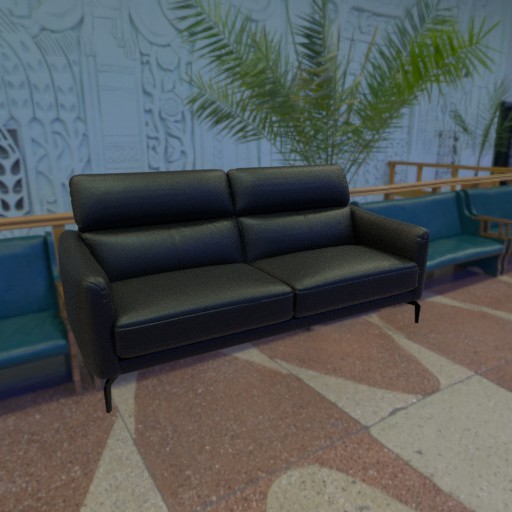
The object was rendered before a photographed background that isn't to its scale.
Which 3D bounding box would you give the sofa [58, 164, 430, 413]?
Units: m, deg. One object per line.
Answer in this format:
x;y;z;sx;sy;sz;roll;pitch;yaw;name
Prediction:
0.000;0.000;2.579;2.069;0.957;0.856;-9;18;-28;sofa
